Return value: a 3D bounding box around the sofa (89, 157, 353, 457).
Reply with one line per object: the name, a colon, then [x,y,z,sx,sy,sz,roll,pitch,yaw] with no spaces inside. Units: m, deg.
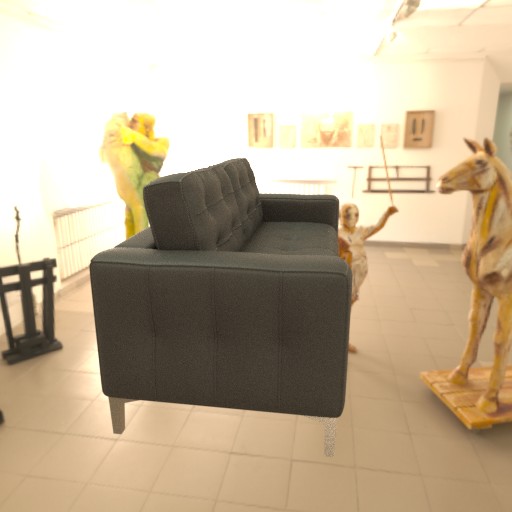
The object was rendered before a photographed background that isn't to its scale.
sofa: [0.000,0.000,2.180,0.833,0.893,1.726,2,16,9]
